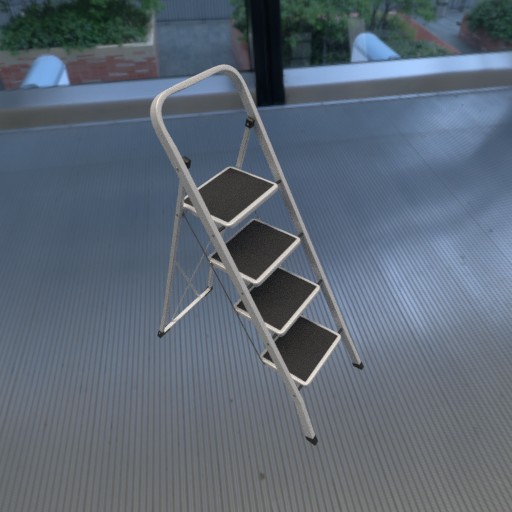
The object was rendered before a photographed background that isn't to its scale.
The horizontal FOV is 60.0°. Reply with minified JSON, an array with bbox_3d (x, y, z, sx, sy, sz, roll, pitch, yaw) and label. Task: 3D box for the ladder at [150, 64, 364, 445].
[{"bbox_3d":[0.000,0.000,1.704,0.914,1.265,0.460,26,48,25],"label":"ladder"}]
